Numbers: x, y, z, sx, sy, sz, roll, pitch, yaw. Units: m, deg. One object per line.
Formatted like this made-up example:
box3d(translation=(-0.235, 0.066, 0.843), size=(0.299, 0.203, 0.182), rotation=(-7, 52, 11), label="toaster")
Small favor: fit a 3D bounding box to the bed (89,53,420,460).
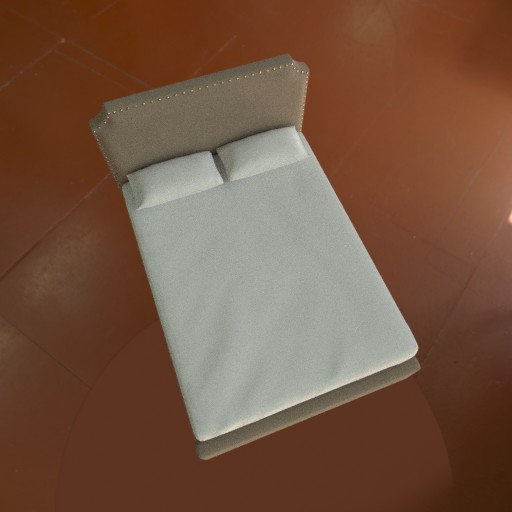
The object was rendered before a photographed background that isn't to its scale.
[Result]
box3d(translation=(0.000, 0.000, 3.337), size=(1.703, 1.415, 2.329), rotation=(-19, 65, -9), label="bed")
